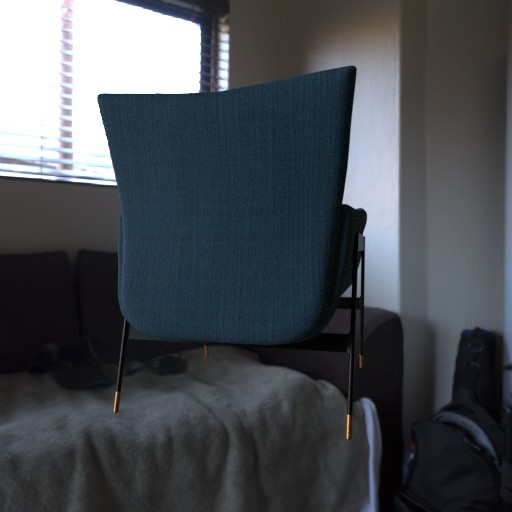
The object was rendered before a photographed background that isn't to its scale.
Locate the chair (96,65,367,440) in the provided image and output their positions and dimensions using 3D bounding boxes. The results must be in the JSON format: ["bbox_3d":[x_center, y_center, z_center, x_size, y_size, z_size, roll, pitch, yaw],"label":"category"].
[{"bbox_3d":[0.000,0.000,1.418,0.678,0.859,0.769,0,1,16],"label":"chair"}]
